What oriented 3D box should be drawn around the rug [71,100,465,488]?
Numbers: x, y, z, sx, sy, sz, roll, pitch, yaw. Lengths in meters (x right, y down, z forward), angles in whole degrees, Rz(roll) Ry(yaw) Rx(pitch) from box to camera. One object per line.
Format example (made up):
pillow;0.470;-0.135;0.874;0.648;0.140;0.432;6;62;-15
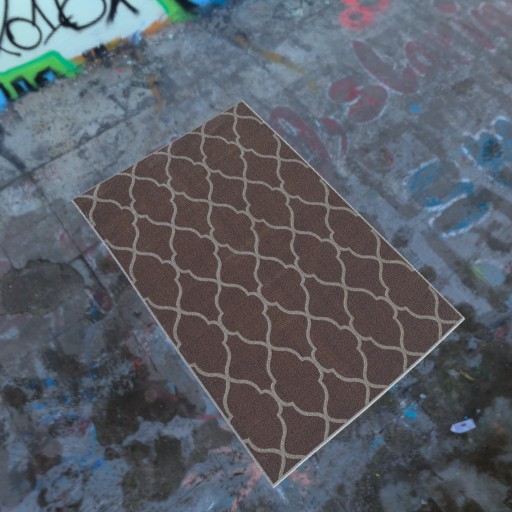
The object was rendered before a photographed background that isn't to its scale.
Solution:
rug;0.000;0.000;2.933;1.528;0.014;2.294;-35;70;-15
